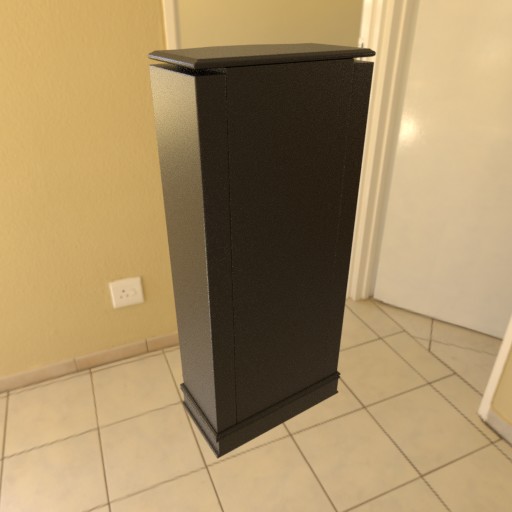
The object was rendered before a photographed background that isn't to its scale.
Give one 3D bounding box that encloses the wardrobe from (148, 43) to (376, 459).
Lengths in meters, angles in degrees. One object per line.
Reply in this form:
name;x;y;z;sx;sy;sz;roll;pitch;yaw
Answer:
wardrobe;0.000;0.000;1.189;0.444;1.011;0.295;-18;34;-28
